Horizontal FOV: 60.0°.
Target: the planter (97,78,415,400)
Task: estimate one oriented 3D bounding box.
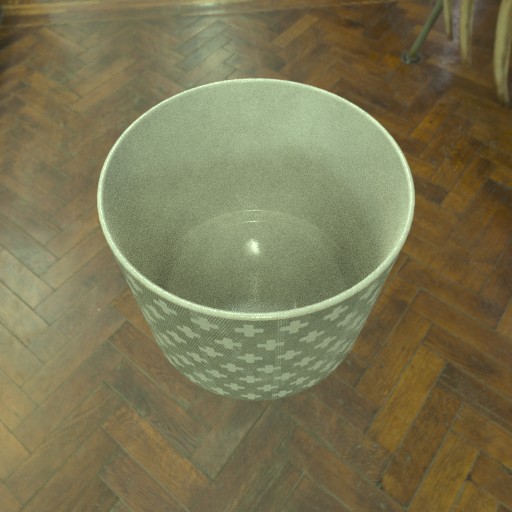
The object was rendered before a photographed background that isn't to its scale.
[{"bbox_3d":[0.000,0.000,0.345,0.190,0.181,0.190,0,57,0],"label":"planter"}]
